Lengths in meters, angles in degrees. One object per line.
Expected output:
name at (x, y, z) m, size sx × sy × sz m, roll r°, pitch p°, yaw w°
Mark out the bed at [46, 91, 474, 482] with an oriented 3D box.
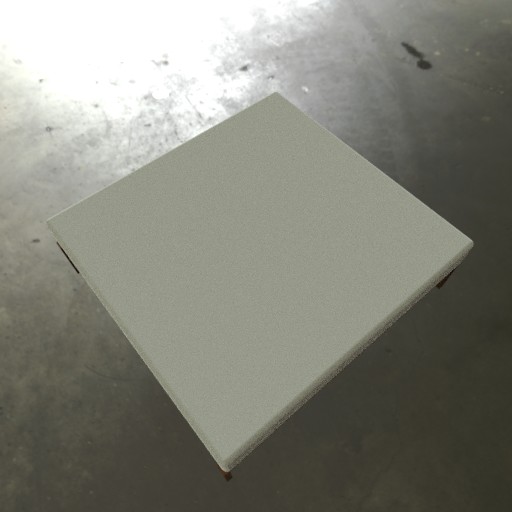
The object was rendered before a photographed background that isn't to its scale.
bed at (0.000, 0.000, 3.112) m, size 2.049 × 0.616 × 1.930 m, roll -36°, pitch 65°, yaw -20°
